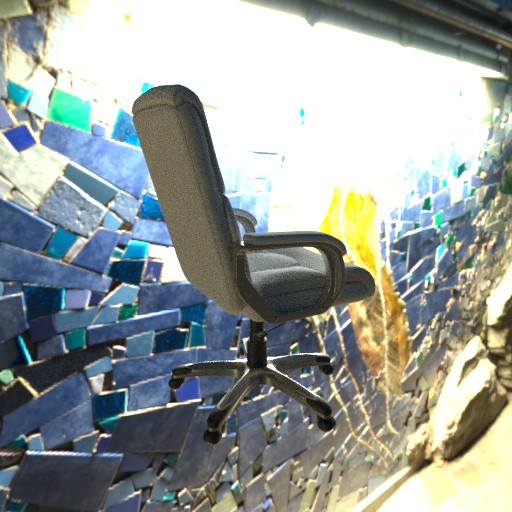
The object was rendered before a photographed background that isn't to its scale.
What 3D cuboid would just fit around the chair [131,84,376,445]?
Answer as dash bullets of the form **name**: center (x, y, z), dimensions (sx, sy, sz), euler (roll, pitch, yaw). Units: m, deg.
- **chair**: center (0.000, 0.000, 1.610), dimensions (0.738, 1.120, 0.687), euler (-7, 16, -27)
